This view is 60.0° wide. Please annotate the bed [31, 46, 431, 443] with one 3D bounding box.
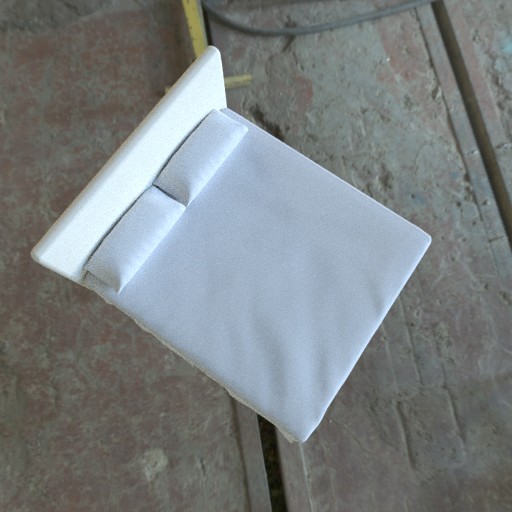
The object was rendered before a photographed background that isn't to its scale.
[{"bbox_3d":[0.000,0.000,3.603,2.341,1.317,2.119,34,78,8],"label":"bed"}]
